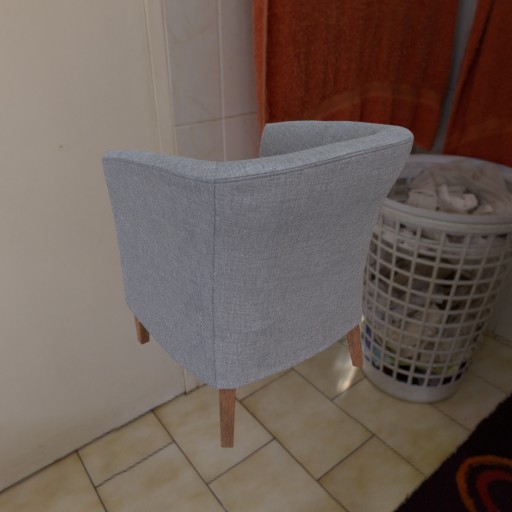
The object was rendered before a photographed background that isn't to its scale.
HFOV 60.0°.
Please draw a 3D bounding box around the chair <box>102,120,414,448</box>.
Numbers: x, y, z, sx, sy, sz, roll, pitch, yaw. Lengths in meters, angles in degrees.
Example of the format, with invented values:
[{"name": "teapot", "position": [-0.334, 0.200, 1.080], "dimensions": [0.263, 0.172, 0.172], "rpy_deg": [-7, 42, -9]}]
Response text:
[{"name": "chair", "position": [0.000, 0.000, 1.261], "dimensions": [0.600, 0.771, 0.668], "rpy_deg": [-20, 35, -31]}]
